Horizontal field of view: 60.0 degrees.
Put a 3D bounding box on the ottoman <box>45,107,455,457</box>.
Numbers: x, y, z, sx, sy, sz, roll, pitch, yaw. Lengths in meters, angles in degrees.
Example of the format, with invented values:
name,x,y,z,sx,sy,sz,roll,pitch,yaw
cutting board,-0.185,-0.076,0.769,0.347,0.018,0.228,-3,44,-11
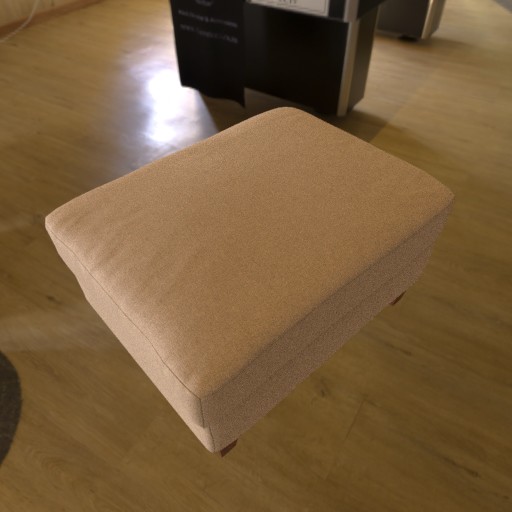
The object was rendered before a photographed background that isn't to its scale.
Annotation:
name,x,y,z,sx,sy,sz,roll,pitch,yaw
ottoman,0.000,0.000,1.304,0.902,0.511,0.692,-33,54,-28
